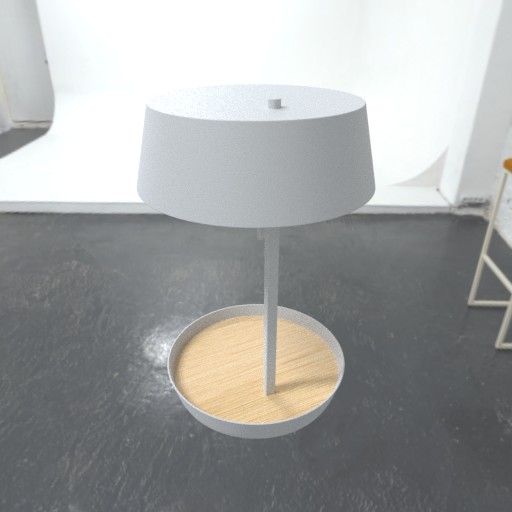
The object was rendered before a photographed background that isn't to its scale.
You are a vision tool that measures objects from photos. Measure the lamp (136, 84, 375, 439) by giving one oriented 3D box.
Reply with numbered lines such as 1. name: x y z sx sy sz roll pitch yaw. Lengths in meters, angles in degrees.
1. lamp: 0.000 0.000 0.606 0.291 0.429 0.291 0 28 0
